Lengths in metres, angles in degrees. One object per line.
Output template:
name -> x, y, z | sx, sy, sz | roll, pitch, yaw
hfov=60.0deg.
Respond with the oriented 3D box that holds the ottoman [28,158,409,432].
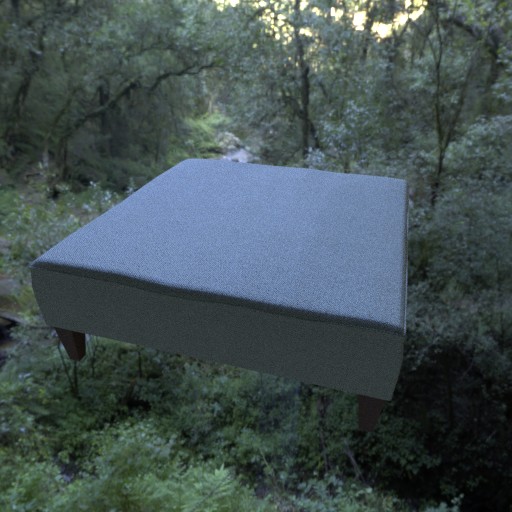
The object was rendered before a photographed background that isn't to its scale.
ottoman -> 0.000, 0.000, 1.533 | 0.968, 0.379, 1.004 | 9, 31, 15
